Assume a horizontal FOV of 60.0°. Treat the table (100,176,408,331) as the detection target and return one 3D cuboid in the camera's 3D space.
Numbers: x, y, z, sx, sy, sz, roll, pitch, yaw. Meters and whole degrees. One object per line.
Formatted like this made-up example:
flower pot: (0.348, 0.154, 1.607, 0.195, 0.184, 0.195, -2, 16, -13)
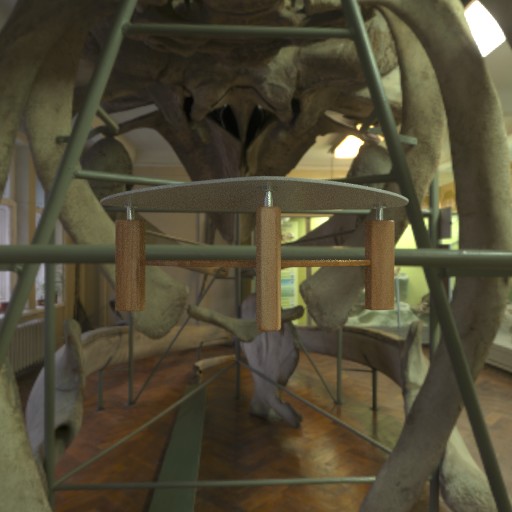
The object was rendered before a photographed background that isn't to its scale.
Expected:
table: (0.000, 0.000, 1.646, 1.250, 0.440, 0.850, 0, 0, -2)
